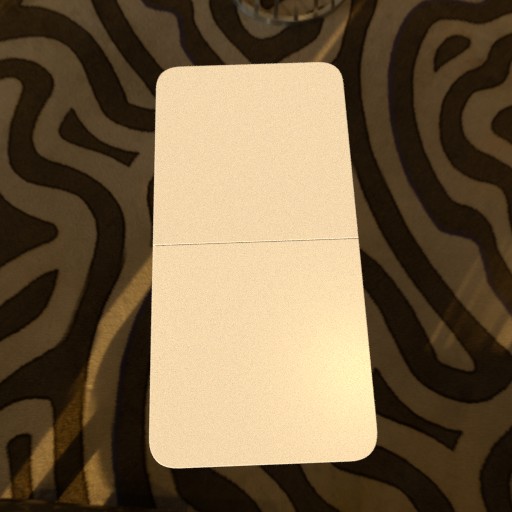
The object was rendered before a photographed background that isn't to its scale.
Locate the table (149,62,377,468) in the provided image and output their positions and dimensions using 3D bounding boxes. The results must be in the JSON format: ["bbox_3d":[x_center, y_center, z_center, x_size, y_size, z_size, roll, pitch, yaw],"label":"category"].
[{"bbox_3d":[0.000,0.000,1.459,0.600,0.340,1.200,-2,76,-1],"label":"table"}]
